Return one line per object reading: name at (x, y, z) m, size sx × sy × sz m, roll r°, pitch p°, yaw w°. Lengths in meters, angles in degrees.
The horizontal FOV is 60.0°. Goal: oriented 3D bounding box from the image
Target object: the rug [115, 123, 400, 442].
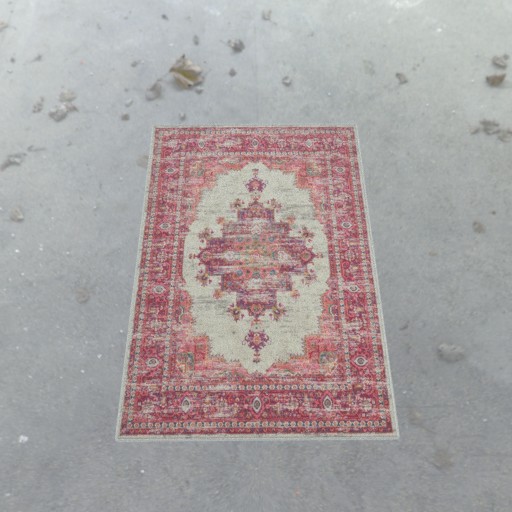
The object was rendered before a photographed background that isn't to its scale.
rug at (0.000, 0.000, 2.270) m, size 1.217 × 0.011 × 1.747 m, roll 0°, pitch 64°, yaw 0°
